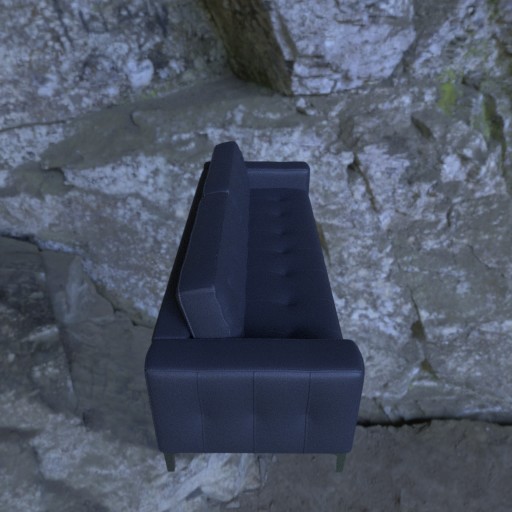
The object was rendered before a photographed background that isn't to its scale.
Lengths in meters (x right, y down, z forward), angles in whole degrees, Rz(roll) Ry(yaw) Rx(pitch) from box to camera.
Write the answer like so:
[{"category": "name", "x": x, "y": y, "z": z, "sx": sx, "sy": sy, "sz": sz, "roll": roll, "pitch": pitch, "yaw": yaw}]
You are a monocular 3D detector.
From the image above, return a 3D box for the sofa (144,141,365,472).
[{"category": "sofa", "x": 0.000, "y": 0.000, "z": 2.658, "sx": 0.833, "sy": 0.893, "sz": 2.275, "roll": 0, "pitch": 32, "yaw": 0}]
